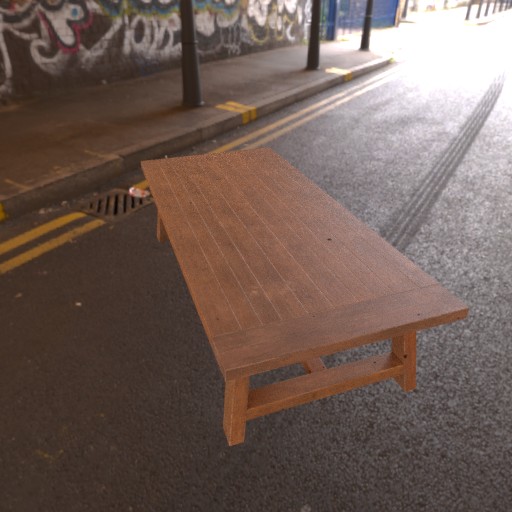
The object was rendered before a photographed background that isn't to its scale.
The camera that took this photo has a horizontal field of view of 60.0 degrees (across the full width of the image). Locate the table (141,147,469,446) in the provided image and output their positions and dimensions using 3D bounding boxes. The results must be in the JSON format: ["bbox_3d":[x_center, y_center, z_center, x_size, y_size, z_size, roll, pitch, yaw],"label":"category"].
[{"bbox_3d":[0.000,0.000,2.155,0.820,0.465,1.800,-10,33,-17],"label":"table"}]
